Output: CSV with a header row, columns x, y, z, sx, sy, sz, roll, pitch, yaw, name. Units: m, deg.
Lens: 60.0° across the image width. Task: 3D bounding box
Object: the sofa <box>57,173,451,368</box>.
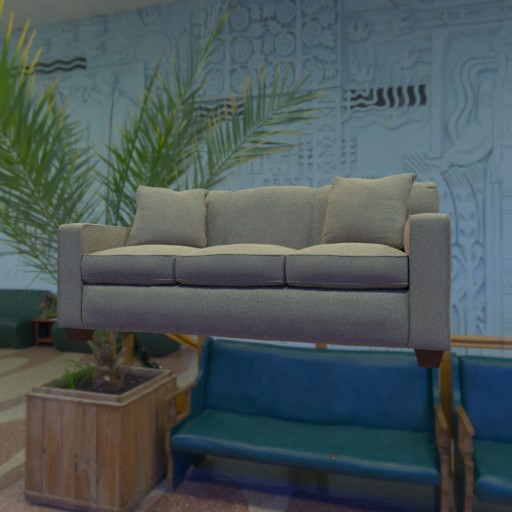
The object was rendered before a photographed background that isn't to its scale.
x,y,z,sx,sy,sz,roll,pitch,yaw,name
0.000,0.000,2.565,2.024,0.958,0.997,0,0,18,sofa
